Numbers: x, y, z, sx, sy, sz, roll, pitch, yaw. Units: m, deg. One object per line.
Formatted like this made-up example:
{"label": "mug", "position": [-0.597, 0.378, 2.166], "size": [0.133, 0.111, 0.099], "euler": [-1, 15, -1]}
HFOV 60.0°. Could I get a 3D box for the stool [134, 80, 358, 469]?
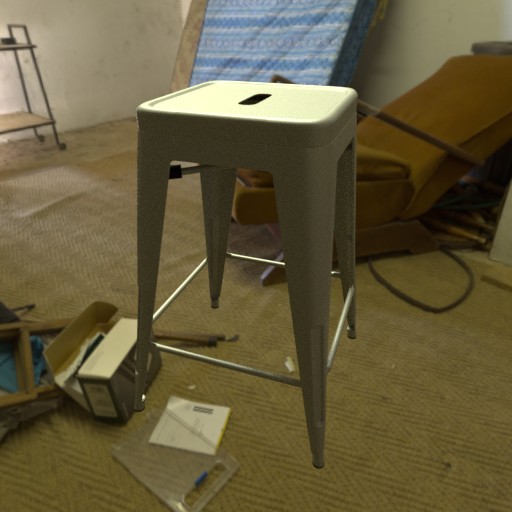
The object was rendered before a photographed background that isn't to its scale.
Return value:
{"label": "stool", "position": [0.000, 0.000, 0.885], "size": [0.406, 0.610, 0.406], "euler": [10, 31, 17]}
